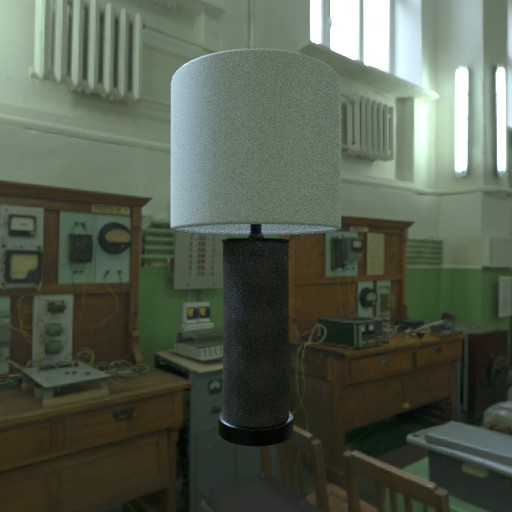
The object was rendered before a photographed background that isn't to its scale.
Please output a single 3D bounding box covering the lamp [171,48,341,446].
[{"bbox_3d":[0.000,0.000,0.806,0.305,0.634,0.305,0,-1,-39],"label":"lamp"}]
